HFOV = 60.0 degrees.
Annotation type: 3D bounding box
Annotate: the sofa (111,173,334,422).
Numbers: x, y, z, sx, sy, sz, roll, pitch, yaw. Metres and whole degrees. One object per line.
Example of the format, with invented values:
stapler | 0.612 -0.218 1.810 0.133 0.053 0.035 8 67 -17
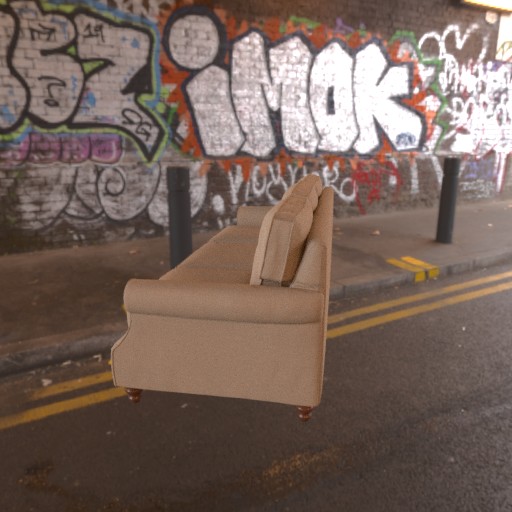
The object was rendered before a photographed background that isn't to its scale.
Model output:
sofa | 0.000 0.000 2.905 0.966 0.948 2.354 3 15 10
